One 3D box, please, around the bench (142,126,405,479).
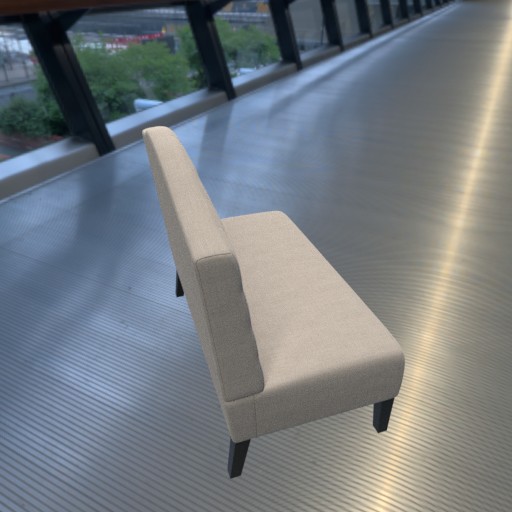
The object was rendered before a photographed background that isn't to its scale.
[{"bbox_3d":[0.000,0.000,2.043,0.815,1.180,1.335,-10,33,-16],"label":"bench"}]
